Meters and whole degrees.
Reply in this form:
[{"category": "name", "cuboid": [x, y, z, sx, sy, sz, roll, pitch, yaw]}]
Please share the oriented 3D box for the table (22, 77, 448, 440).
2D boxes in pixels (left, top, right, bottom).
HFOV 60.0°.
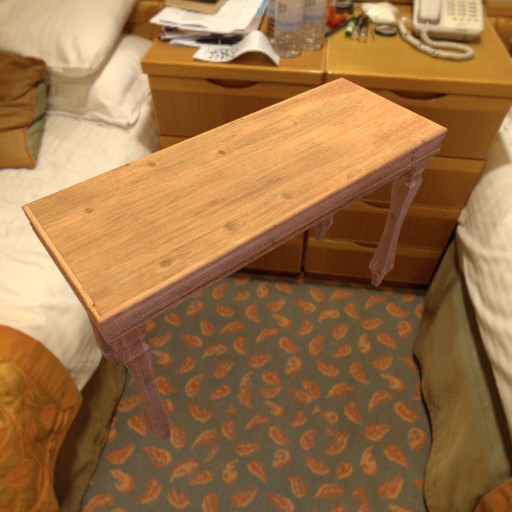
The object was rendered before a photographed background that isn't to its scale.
[{"category": "table", "cuboid": [0.000, 0.000, 1.747, 1.330, 0.873, 0.522, -30, 54, -25]}]
